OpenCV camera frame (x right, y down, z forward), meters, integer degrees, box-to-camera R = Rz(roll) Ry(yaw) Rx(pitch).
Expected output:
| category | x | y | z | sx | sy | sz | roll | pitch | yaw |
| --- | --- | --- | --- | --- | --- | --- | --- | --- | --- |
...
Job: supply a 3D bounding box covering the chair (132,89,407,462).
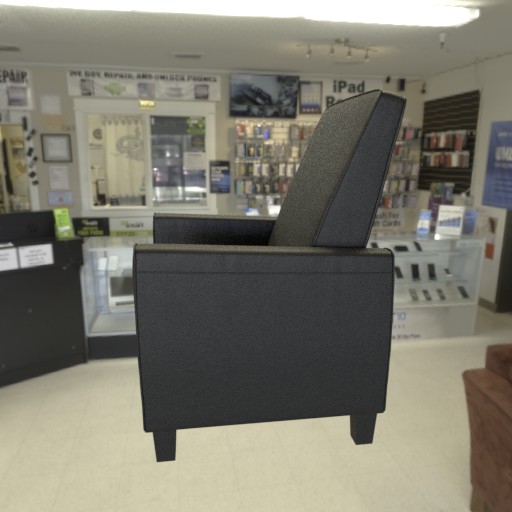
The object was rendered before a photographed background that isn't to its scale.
| category | x | y | z | sx | sy | sz | roll | pitch | yaw |
| --- | --- | --- | --- | --- | --- | --- | --- | --- | --- |
| chair | 0.000 | 0.000 | 1.473 | 0.746 | 1.013 | 0.705 | -2 | 13 | -8 |
